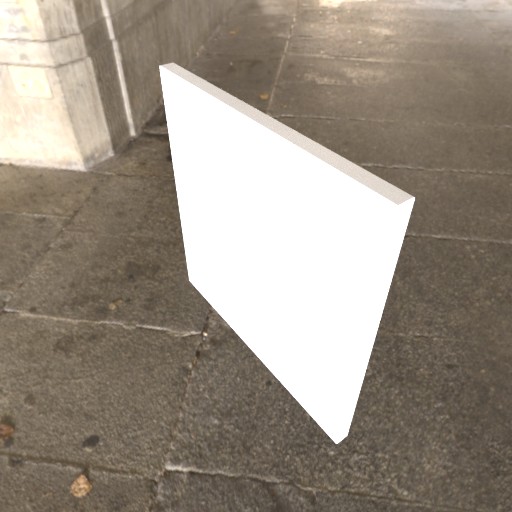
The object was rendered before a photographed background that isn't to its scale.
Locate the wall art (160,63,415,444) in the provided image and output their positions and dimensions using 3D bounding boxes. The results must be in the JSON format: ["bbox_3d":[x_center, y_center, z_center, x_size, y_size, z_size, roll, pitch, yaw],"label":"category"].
[{"bbox_3d":[0.000,0.000,1.150,0.040,0.762,0.762,-26,48,-27],"label":"wall art"}]
